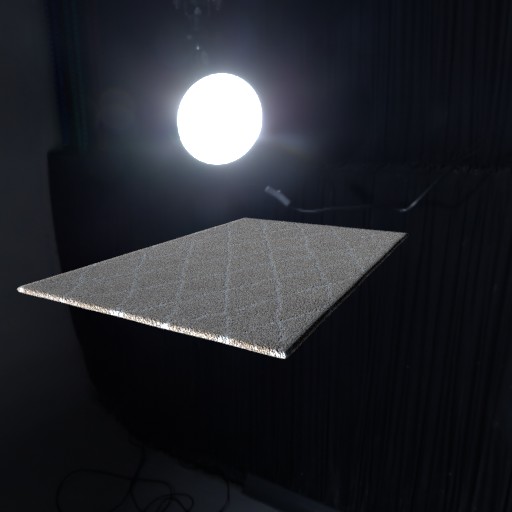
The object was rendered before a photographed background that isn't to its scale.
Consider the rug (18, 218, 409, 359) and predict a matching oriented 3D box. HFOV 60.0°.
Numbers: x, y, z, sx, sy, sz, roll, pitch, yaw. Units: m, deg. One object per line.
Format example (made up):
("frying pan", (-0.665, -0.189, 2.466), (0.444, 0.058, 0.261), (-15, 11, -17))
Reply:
("rug", (0.000, 0.000, 3.403), (1.778, 0.030, 2.743), (8, 17, 28))
